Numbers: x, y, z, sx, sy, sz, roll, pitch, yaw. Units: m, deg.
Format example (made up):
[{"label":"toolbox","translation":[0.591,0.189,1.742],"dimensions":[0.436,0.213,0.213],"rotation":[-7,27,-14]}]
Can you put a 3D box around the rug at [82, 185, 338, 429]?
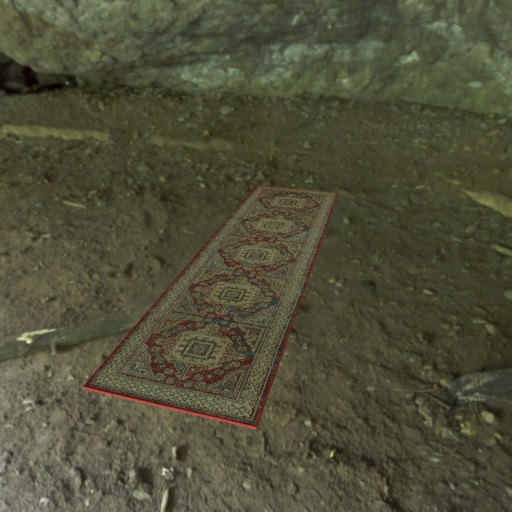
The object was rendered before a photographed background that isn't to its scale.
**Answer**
[{"label":"rug","translation":[0.000,0.000,2.497],"dimensions":[0.659,0.015,2.292],"rotation":[8,29,14]}]
